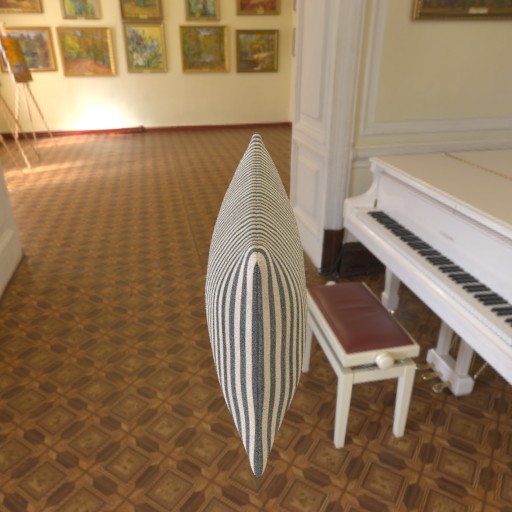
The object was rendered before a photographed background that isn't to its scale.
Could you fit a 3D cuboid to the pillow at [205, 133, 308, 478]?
[{"bbox_3d":[0.000,0.000,0.732,0.151,0.295,0.617,0,26,0],"label":"pillow"}]
